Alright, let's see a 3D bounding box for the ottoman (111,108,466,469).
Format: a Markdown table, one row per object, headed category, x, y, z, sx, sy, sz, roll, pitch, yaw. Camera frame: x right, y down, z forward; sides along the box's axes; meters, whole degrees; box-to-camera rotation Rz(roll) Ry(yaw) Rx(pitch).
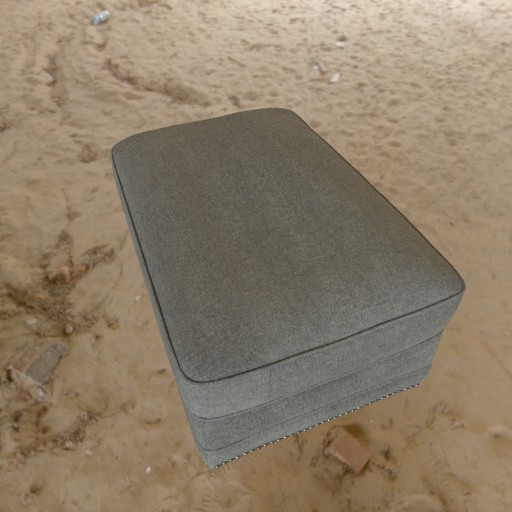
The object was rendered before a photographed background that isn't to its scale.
| category | x | y | z | sx | sy | sz | roll | pitch | yaw |
| --- | --- | --- | --- | --- | --- | --- | --- | --- | --- |
| ottoman | 0.000 | 0.000 | 1.115 | 0.561 | 0.457 | 0.813 | -16 | 47 | -15 |
